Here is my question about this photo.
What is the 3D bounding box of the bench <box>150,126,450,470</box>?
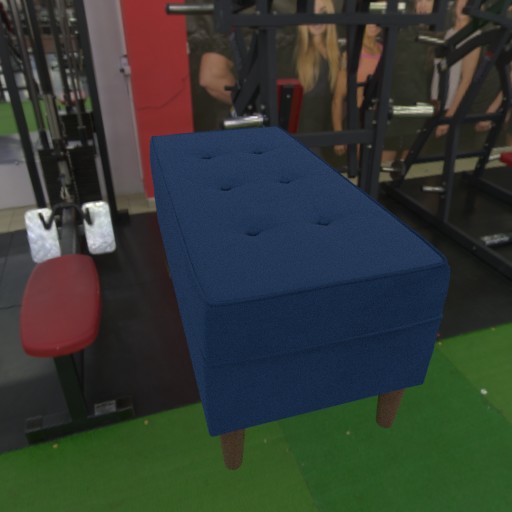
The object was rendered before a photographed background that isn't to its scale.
[{"bbox_3d":[0.000,0.000,1.277,0.489,0.467,1.010,-9,32,-14],"label":"bench"}]
